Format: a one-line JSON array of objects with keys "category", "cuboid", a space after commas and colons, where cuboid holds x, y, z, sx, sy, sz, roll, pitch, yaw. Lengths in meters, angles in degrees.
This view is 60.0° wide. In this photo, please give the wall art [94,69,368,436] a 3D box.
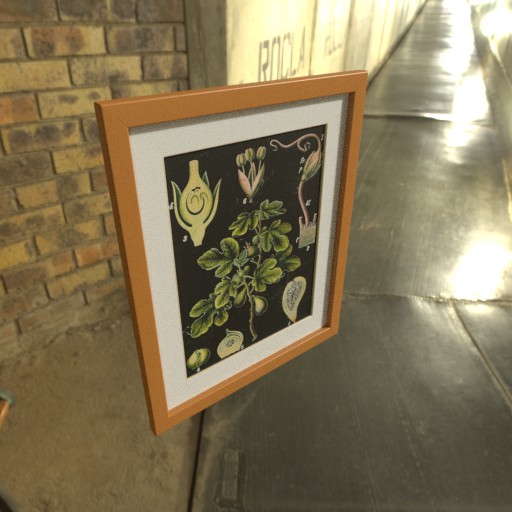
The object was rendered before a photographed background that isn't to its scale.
[{"category": "wall art", "cuboid": [0.000, 0.000, 0.516, 0.310, 0.379, 0.015, -21, 36, -32]}]
